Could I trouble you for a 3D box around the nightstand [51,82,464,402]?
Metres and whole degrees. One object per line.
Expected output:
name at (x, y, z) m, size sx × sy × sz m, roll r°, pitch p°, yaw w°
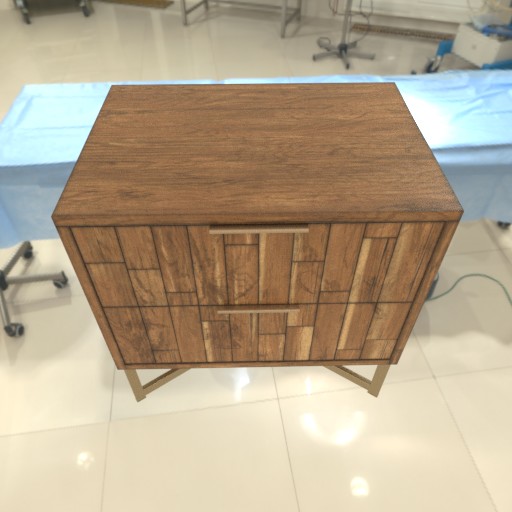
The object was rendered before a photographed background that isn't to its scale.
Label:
nightstand at (0.000, 0.000, 1.018) m, size 0.610 × 0.610 × 0.446 m, roll -1°, pitch 46°, yaw -1°
